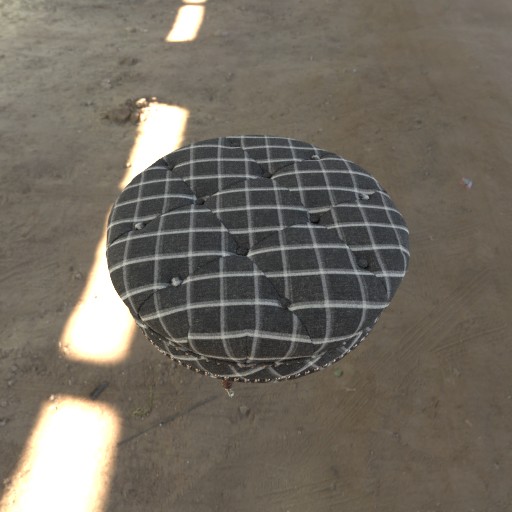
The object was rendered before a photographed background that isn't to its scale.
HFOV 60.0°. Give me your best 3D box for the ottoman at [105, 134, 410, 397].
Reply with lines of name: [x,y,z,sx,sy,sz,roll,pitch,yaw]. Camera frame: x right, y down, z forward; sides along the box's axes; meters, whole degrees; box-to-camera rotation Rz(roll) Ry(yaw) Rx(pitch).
ottoman: [0.000,0.000,1.432,0.901,0.439,0.901,0,47,0]
